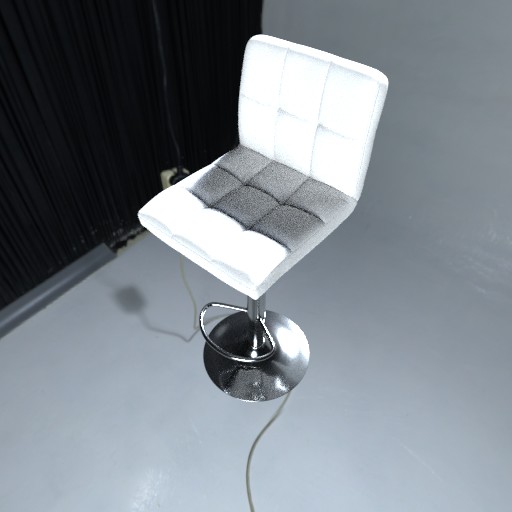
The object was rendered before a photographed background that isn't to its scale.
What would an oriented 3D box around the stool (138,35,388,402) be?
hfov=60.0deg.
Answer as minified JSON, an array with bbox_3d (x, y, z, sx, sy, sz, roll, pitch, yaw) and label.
[{"bbox_3d":[0.000,0.000,1.381,0.430,1.115,0.505,31,53,27],"label":"stool"}]
